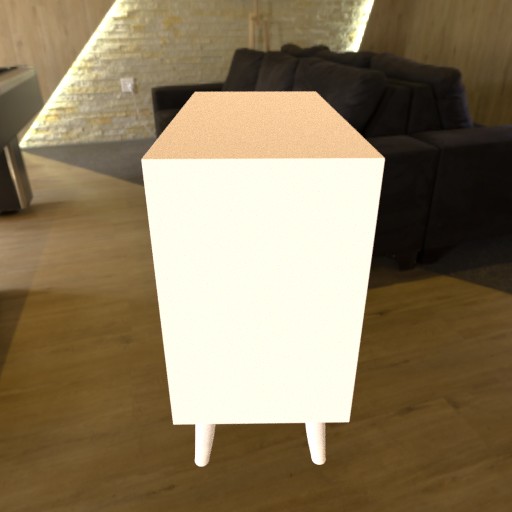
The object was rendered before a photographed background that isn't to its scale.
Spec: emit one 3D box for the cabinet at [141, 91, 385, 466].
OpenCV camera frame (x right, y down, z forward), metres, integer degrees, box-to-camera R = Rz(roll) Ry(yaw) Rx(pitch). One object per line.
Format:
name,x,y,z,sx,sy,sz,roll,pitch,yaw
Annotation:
cabinet,0.000,0.000,1.229,0.398,0.761,0.800,0,27,-1
